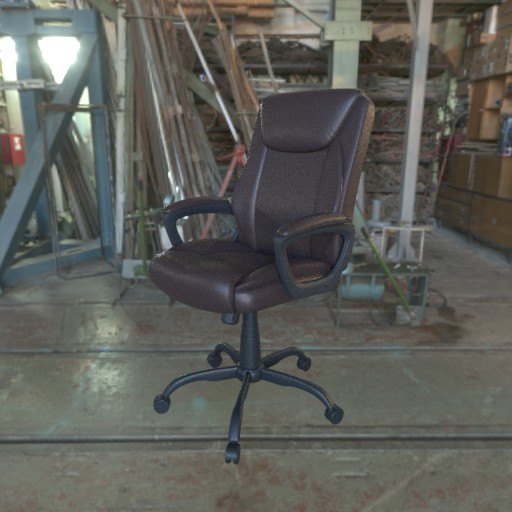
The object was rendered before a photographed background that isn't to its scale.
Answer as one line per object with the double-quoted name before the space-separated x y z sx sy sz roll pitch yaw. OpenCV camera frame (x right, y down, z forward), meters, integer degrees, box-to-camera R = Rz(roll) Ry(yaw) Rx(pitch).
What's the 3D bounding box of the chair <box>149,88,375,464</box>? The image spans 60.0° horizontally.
"chair" 0.000 0.000 1.475 0.615 1.072 0.655 14 21 42
